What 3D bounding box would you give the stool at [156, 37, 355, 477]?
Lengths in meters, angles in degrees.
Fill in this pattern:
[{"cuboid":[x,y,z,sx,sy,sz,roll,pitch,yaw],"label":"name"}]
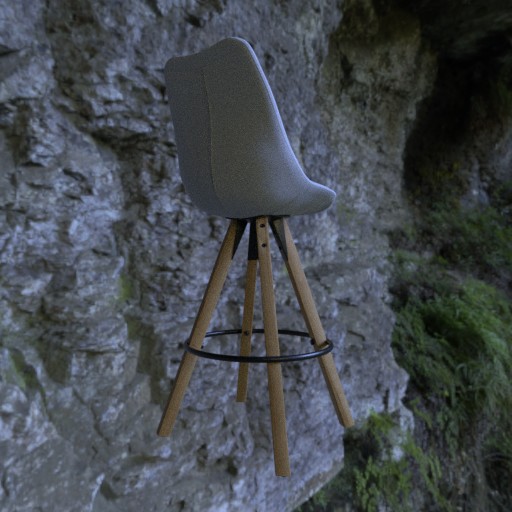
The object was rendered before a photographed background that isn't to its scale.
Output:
[{"cuboid":[0.000,0.000,1.404,0.484,1.115,0.550,0,0,35],"label":"stool"}]
